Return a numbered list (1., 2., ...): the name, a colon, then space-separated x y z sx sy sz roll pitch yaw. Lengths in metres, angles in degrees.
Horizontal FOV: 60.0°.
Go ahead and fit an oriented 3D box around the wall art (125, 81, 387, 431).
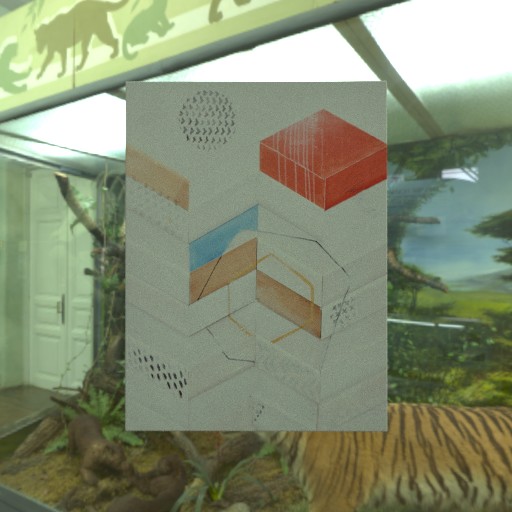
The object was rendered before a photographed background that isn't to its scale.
1. wall art: 0.000 0.000 1.304 0.759 1.014 0.045 0 0 0
